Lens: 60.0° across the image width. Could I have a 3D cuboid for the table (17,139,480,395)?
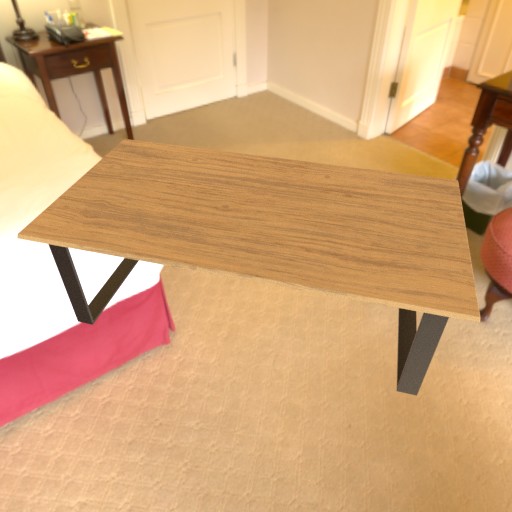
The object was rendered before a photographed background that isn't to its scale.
[{"bbox_3d":[0.000,0.000,1.619,1.331,0.445,0.693,10,41,11],"label":"table"}]
